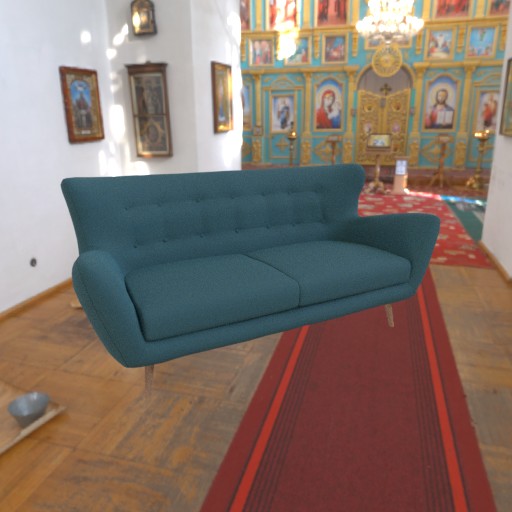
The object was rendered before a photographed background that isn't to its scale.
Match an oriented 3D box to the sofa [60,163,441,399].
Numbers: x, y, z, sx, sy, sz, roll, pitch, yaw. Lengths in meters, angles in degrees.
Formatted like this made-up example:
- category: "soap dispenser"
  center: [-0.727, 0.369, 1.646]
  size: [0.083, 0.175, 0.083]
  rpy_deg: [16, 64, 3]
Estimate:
- category: "sofa"
  center: [0.000, 0.000, 2.409]
  size: [1.930, 0.890, 0.889]
  rpy_deg: [-9, 18, -28]
